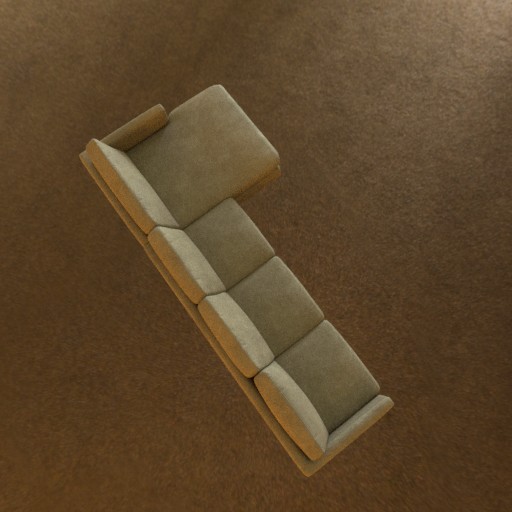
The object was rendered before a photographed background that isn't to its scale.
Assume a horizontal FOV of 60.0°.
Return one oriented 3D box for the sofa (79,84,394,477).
[{"bbox_3d":[0.000,0.000,4.142,1.604,0.950,3.471,-36,79,-8],"label":"sofa"}]
